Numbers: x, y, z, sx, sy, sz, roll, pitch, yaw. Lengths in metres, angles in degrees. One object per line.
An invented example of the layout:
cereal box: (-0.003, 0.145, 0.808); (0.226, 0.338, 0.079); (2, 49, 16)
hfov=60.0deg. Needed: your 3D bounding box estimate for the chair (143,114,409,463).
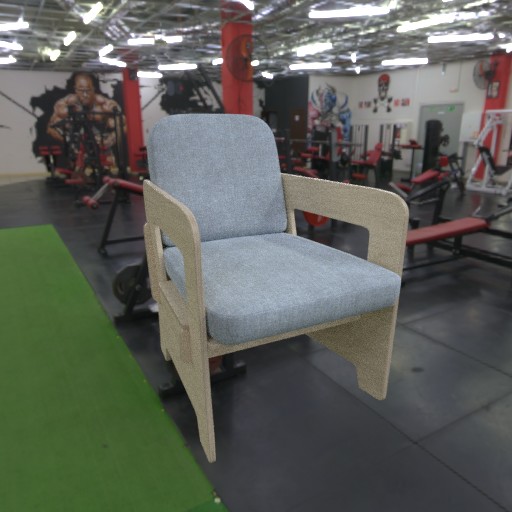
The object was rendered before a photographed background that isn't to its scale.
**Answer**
chair: (0.000, 0.000, 1.299); (0.590, 0.800, 0.710); (-9, 19, -26)
